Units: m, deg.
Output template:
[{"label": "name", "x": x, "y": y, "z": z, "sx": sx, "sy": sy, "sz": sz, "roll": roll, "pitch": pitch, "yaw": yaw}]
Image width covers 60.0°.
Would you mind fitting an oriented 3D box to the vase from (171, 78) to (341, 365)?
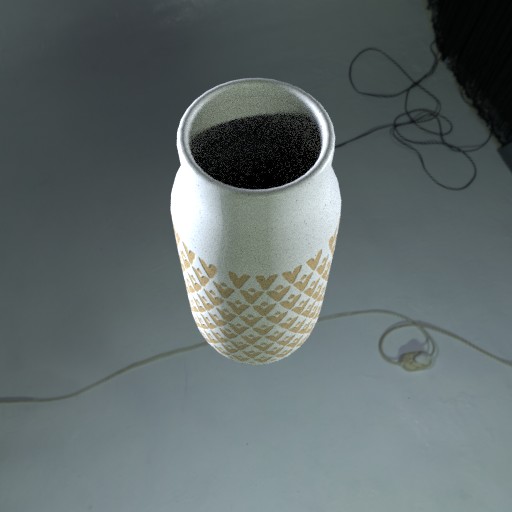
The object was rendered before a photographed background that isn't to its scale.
[{"label": "vase", "x": 0.000, "y": 0.000, "z": 0.388, "sx": 0.137, "sy": 0.307, "sz": 0.137, "roll": 0, "pitch": 63, "yaw": 0}]
